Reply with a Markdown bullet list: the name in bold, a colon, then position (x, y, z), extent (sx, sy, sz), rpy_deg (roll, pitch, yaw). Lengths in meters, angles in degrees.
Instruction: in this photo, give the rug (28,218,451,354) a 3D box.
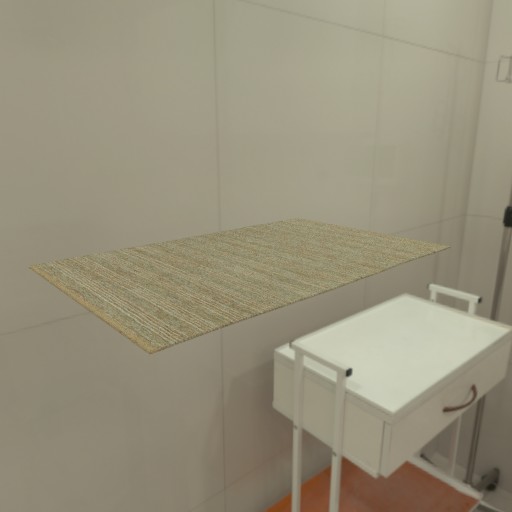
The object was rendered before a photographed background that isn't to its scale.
- **rug**: position (0.000, 0.000, 2.998), extent (2.448, 0.012, 1.540), rpy_deg (-13, 20, -40)
